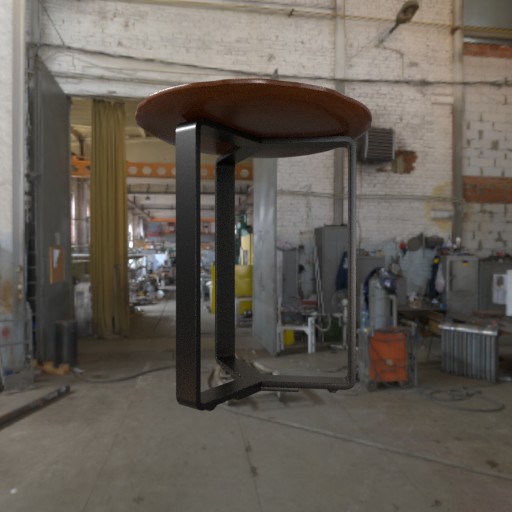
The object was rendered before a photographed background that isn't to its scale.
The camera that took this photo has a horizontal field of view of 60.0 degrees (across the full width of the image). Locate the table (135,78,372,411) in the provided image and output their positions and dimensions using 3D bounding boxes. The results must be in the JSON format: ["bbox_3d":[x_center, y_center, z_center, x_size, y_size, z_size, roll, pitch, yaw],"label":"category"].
[{"bbox_3d":[0.000,0.000,0.760,0.380,0.450,0.410,0,1,37],"label":"table"}]
